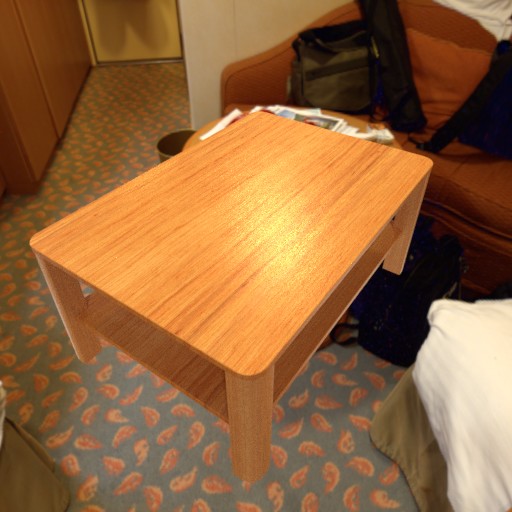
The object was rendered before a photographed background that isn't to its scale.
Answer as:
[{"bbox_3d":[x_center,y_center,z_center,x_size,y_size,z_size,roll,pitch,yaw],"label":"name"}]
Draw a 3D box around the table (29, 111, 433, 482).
[{"bbox_3d":[0.000,0.000,1.384,0.696,0.445,0.997,24,46,26],"label":"table"}]
